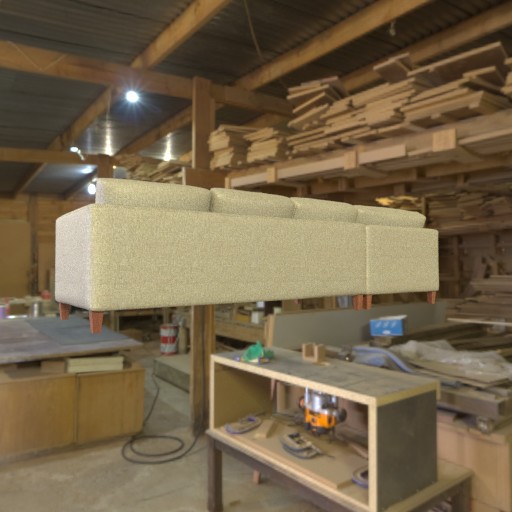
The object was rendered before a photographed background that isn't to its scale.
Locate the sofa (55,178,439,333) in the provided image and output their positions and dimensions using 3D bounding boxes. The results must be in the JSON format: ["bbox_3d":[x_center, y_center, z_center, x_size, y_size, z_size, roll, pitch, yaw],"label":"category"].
[{"bbox_3d":[0.000,0.000,3.817,3.201,0.876,1.502,1,-1,-35],"label":"sofa"}]
